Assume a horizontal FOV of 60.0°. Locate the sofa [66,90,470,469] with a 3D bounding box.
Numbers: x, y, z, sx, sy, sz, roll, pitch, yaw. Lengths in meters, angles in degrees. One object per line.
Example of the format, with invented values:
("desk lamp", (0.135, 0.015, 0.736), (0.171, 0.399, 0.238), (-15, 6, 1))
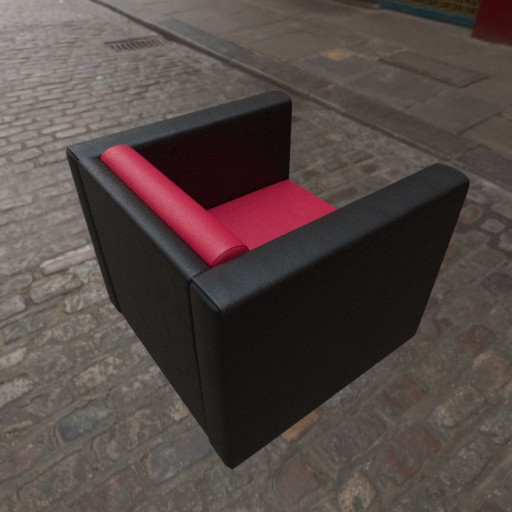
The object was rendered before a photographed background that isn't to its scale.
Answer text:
("sofa", (0.000, 0.000, 1.447), (0.809, 0.724, 0.839), (-26, 46, -28))
